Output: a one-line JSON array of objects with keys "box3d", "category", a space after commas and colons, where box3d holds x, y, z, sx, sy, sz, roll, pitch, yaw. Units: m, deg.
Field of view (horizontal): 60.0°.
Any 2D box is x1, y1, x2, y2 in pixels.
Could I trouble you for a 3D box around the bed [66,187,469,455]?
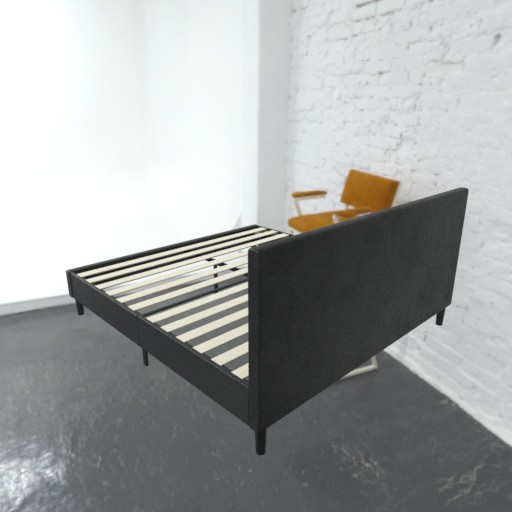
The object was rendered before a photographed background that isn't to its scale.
[{"box3d": [0.000, 0.000, 3.298, 2.018, 1.046, 2.152, -17, 25, -41], "category": "bed"}]
